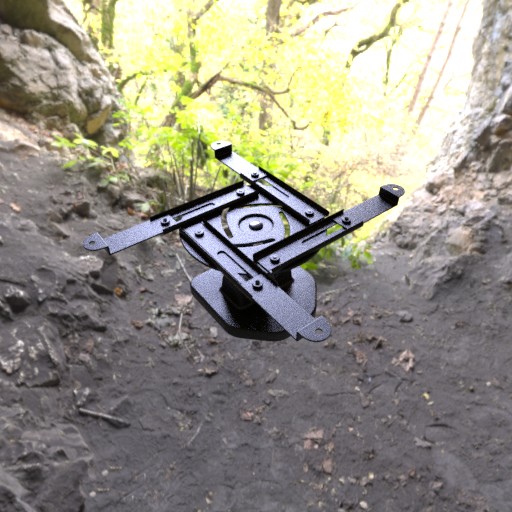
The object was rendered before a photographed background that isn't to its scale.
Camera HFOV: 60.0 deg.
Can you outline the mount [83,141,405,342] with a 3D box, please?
[{"bbox_3d":[0.000,0.000,0.605,0.394,0.141,0.394,-27,47,-27],"label":"mount"}]
